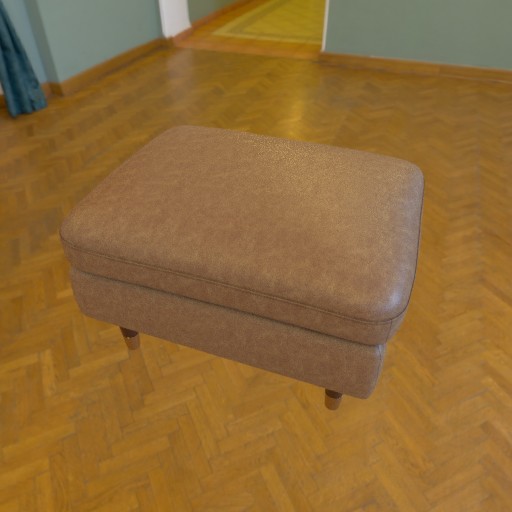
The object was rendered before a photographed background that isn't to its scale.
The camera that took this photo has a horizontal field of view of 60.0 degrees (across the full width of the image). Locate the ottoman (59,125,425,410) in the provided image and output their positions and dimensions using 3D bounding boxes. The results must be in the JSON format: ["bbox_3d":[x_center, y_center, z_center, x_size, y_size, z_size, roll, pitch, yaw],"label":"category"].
[{"bbox_3d":[0.000,0.000,1.139,0.747,0.478,0.593,13,41,15],"label":"ottoman"}]
